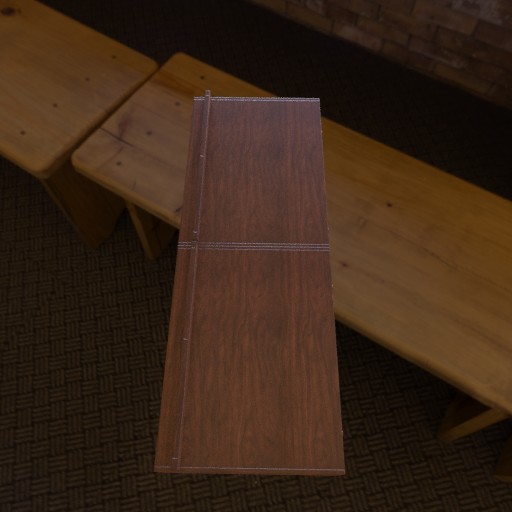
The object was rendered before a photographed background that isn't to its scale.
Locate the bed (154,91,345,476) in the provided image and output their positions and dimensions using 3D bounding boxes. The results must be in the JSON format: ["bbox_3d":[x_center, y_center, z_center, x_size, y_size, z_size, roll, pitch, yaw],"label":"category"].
[{"bbox_3d":[0.000,0.000,2.333,0.787,0.326,2.057,1,63,0],"label":"bed"}]
